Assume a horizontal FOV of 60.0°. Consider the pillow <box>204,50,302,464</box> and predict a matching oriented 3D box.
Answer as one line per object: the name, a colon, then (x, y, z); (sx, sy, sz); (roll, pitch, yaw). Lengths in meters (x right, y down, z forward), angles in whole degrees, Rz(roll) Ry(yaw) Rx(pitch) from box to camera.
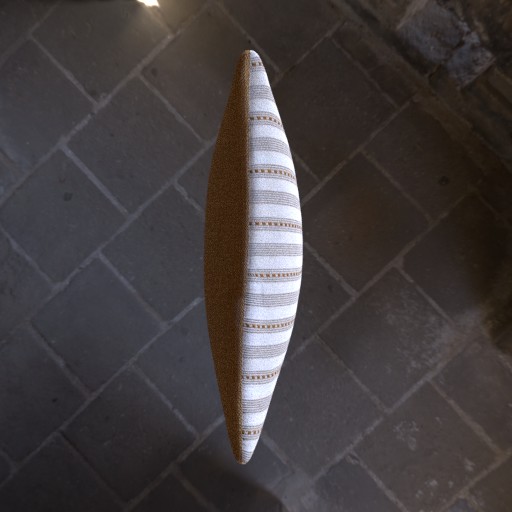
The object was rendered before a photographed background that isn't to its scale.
pillow: (0.000, 0.000, 0.670); (0.147, 0.437, 0.432); (0, 90, 1)
